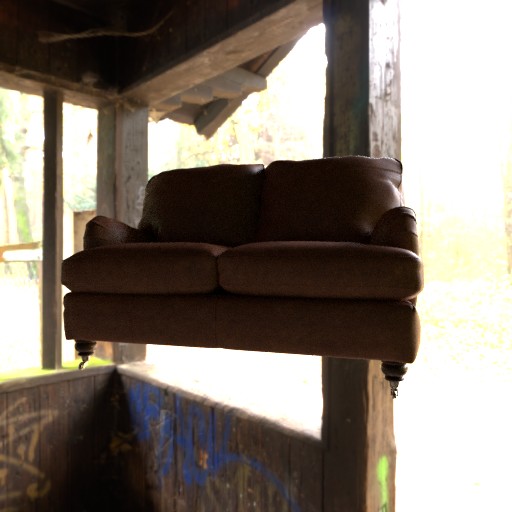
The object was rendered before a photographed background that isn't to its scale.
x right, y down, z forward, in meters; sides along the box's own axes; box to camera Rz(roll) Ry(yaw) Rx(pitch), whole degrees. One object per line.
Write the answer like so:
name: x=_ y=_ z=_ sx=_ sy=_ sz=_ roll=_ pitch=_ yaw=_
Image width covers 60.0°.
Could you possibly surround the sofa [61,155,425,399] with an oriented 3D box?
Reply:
sofa: x=0.000 y=0.000 z=2.215 sx=1.527 sy=1.004 sz=1.077 roll=0 pitch=0 yaw=17
